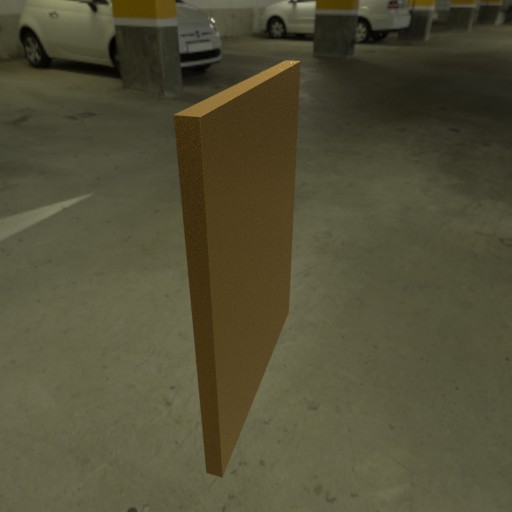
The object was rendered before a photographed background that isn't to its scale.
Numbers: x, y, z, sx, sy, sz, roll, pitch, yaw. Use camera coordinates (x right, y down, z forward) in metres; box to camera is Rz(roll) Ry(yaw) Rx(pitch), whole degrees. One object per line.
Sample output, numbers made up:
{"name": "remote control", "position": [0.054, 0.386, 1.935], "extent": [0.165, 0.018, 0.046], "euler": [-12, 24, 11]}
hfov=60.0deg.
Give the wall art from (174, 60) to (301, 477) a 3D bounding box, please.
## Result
{"name": "wall art", "position": [0.000, 0.000, 1.021], "extent": [0.038, 0.762, 0.610], "euler": [9, 31, 15]}
